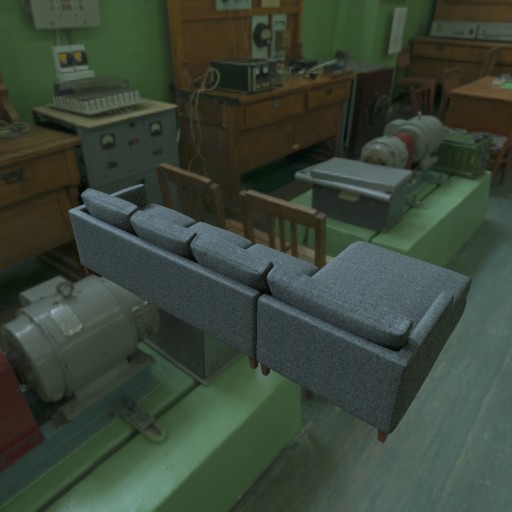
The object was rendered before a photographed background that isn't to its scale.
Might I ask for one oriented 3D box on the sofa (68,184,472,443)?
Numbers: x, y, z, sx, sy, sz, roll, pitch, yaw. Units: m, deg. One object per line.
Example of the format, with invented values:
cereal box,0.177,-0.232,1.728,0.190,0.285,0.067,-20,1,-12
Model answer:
sofa,0.000,0.000,4.123,3.485,0.960,1.635,22,37,32
